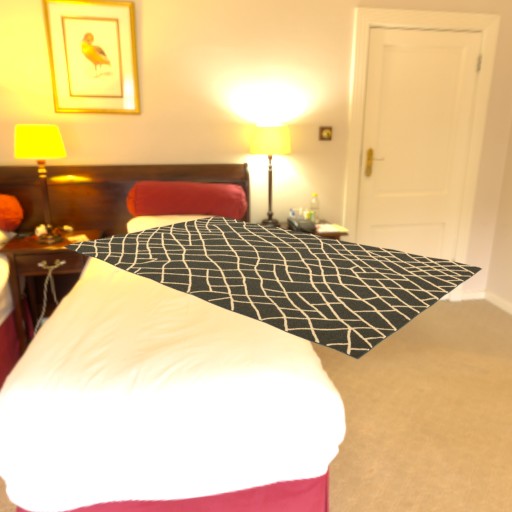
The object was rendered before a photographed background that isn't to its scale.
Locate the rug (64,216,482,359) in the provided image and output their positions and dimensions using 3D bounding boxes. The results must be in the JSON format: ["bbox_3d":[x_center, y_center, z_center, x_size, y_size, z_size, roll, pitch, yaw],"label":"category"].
[{"bbox_3d":[0.000,0.000,3.020,2.448,0.017,1.529,14,22,40],"label":"rug"}]
